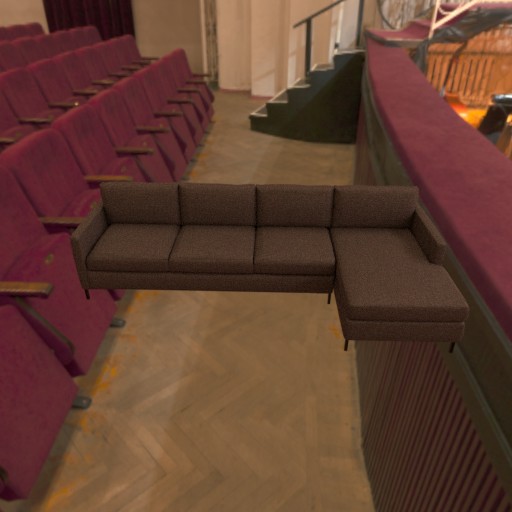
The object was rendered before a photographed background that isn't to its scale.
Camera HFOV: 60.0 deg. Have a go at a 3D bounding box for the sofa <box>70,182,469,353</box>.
[{"bbox_3d":[0.000,0.000,3.908,3.221,0.892,1.483,1,31,2],"label":"sofa"}]
